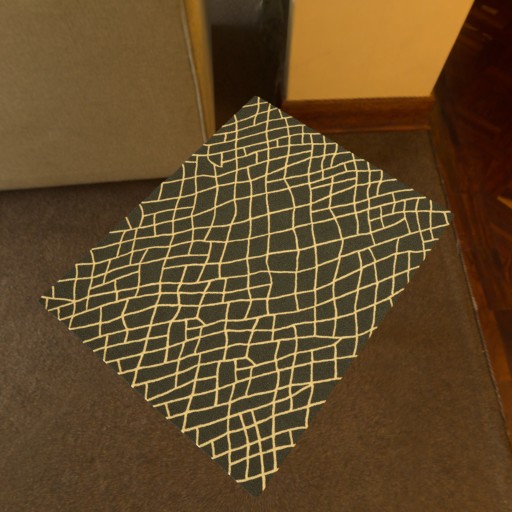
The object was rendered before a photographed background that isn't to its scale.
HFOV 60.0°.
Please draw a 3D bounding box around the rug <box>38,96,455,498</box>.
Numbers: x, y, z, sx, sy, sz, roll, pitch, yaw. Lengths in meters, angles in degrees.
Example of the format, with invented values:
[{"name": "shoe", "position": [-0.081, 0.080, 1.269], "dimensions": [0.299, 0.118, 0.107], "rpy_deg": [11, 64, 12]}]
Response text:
[{"name": "rug", "position": [0.000, 0.000, 4.033], "dimensions": [2.439, 0.022, 3.047], "rpy_deg": [36, 70, 15]}]
